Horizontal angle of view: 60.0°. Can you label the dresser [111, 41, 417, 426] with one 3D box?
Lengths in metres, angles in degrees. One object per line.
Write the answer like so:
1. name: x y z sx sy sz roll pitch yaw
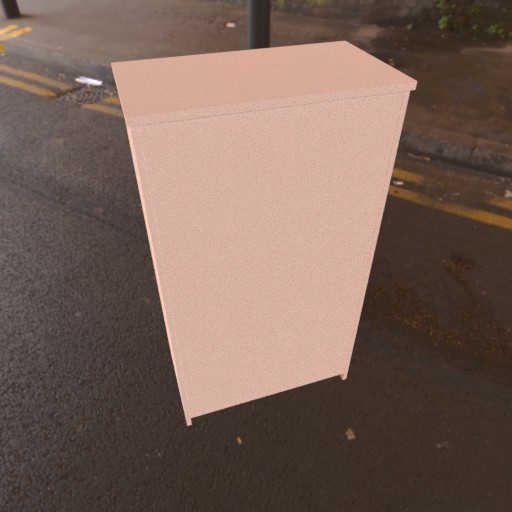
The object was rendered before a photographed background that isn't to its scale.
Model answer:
1. dresser: 0.000 0.000 1.553 0.704 1.255 0.399 -12 41 -14
